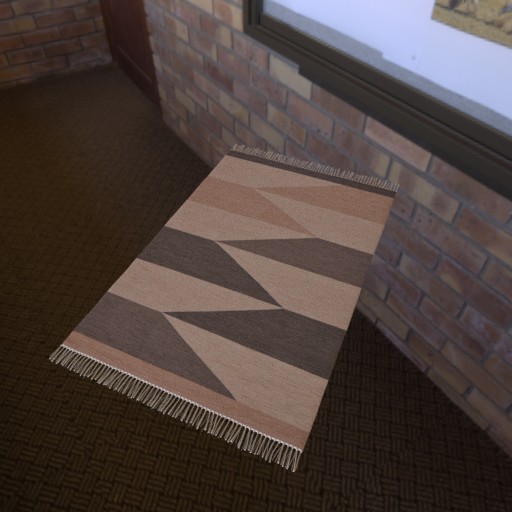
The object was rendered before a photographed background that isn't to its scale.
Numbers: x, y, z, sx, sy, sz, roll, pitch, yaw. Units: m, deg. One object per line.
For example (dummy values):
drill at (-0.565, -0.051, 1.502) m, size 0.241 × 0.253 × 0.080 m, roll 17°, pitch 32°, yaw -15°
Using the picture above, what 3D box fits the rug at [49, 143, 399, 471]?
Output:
rug at (0.000, 0.000, 2.520) m, size 1.224 × 0.027 × 2.021 m, roll 18°, pitch 49°, yaw 16°
